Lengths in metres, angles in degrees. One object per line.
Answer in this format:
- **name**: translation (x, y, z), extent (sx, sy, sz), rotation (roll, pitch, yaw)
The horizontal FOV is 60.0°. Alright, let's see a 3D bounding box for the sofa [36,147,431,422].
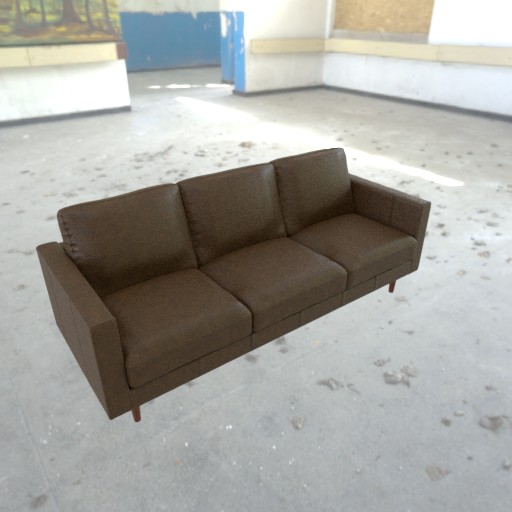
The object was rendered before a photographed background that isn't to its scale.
- **sofa**: translation (0.000, 0.000, 2.703), extent (2.231, 0.930, 0.903), rotation (-20, 34, -31)
